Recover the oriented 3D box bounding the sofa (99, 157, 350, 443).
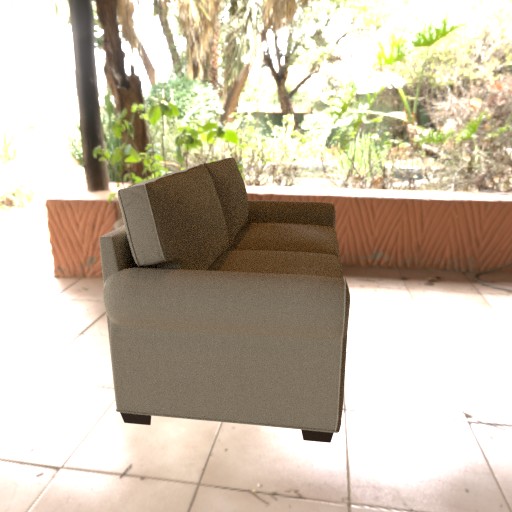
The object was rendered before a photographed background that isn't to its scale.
[{"bbox_3d":[0.000,0.000,2.295,0.861,0.933,1.774,2,16,8],"label":"sofa"}]
